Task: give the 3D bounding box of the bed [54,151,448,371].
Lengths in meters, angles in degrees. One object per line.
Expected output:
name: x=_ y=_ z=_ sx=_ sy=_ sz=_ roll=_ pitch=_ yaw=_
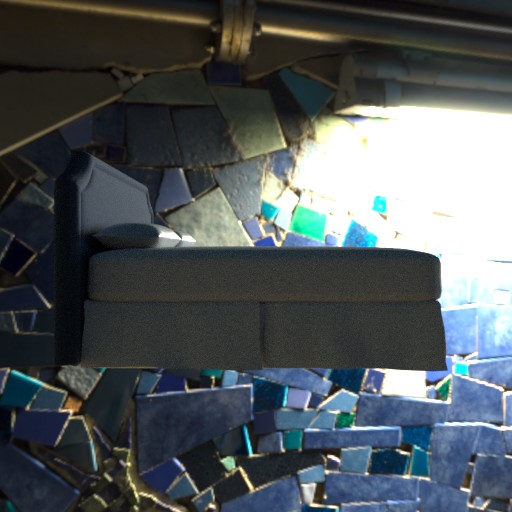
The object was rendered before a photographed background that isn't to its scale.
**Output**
bed: x=0.000 y=0.000 z=3.361 sx=2.260 sy=1.297 sz=1.831 roll=0 pitch=0 yaw=1
